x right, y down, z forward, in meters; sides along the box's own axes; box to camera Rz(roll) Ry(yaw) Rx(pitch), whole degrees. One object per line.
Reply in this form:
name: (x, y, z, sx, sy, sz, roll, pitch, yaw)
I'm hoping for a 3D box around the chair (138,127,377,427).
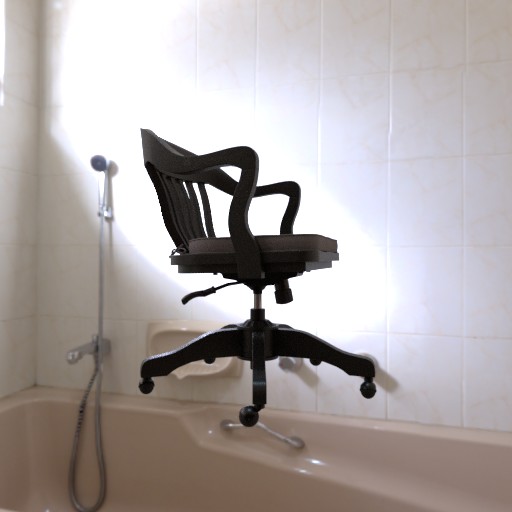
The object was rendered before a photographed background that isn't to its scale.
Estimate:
chair: (0.000, 0.000, 1.498, 0.788, 0.878, 0.750, 0, 0, 18)
